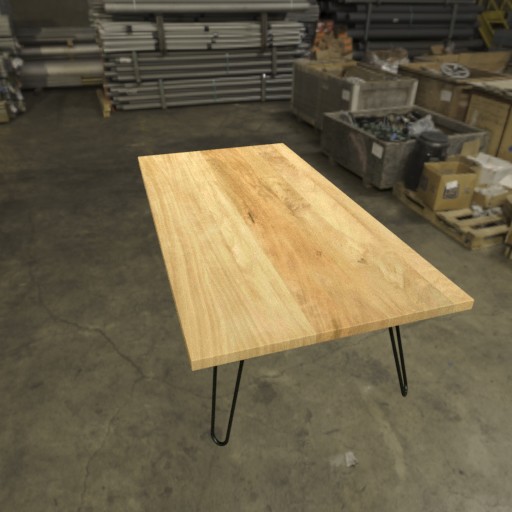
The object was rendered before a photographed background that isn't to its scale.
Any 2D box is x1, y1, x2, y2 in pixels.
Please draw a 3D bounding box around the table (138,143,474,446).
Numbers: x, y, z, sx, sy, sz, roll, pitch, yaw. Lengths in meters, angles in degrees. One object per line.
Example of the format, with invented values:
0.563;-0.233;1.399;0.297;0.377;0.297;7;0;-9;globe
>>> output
0.000;0.000;1.647;0.699;0.400;1.348;-9;32;-15;table
